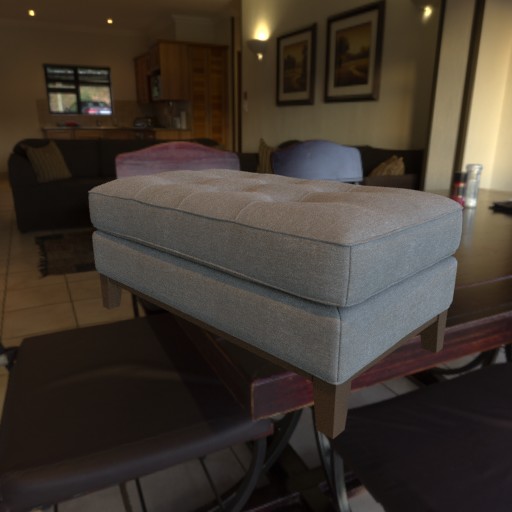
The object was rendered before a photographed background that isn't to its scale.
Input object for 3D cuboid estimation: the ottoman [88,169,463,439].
[{"bbox_3d":[0.000,0.000,1.500,1.143,0.514,0.648,16,23,42],"label":"ottoman"}]
